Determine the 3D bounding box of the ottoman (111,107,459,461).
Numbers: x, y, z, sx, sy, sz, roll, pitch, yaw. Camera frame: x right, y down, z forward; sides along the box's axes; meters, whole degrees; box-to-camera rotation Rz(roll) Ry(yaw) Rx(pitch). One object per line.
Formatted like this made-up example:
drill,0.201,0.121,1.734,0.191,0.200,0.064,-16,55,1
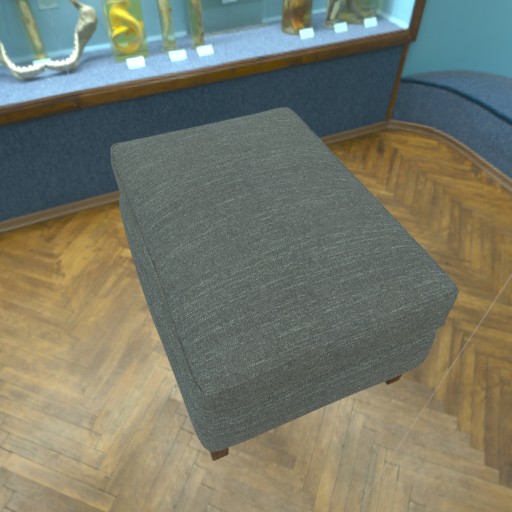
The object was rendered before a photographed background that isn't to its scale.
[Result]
ottoman,0.000,0.000,0.984,0.508,0.406,0.686,-17,50,-15
